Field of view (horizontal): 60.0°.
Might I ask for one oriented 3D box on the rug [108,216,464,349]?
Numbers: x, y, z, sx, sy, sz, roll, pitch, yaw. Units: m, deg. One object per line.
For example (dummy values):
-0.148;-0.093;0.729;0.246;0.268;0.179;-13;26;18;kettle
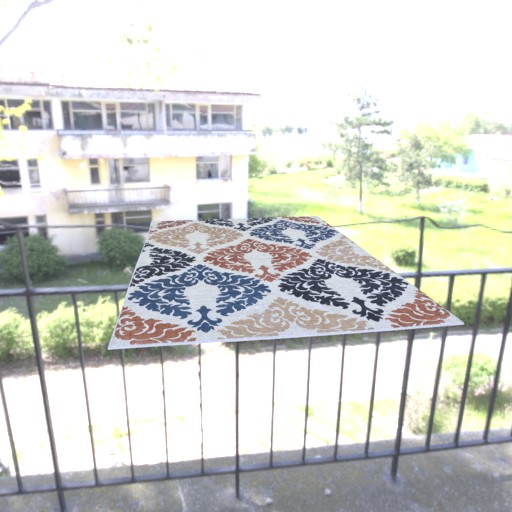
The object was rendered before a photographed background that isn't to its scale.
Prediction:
0.000;0.000;2.903;1.514;0.014;2.275;-3;17;-8;rug
